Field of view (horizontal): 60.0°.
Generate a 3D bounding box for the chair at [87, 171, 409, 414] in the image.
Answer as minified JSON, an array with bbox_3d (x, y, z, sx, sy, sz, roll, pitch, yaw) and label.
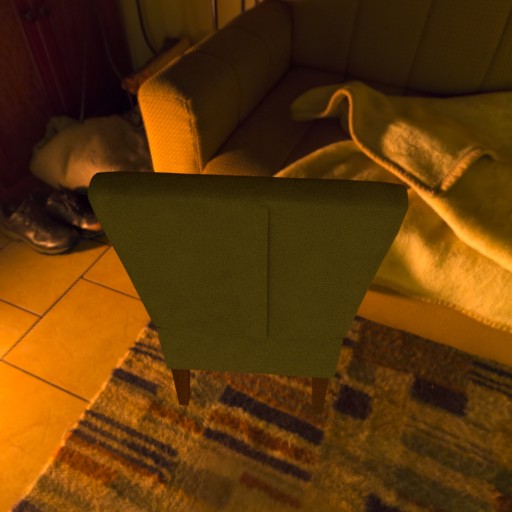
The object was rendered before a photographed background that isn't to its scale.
[{"bbox_3d":[0.000,0.000,1.164,0.521,0.806,0.554,3,45,3],"label":"chair"}]
